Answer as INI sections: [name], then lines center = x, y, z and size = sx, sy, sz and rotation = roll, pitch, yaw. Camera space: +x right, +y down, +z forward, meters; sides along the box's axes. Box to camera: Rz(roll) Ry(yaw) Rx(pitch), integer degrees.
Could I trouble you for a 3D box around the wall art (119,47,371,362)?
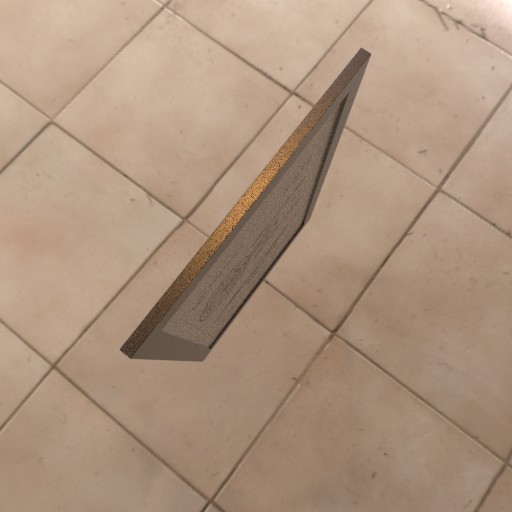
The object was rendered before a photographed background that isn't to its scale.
[wall art]
center = 0.000, 0.000, 0.672
size = 0.013, 0.529, 0.376
rotation = 36, 79, 8
